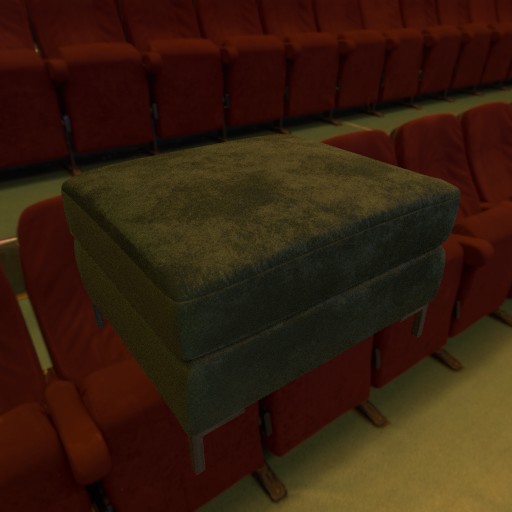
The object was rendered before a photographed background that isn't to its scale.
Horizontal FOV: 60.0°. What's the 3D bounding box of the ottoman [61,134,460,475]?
[{"bbox_3d":[0.000,0.000,1.272,0.839,0.538,0.701,-20,35,-31],"label":"ottoman"}]
